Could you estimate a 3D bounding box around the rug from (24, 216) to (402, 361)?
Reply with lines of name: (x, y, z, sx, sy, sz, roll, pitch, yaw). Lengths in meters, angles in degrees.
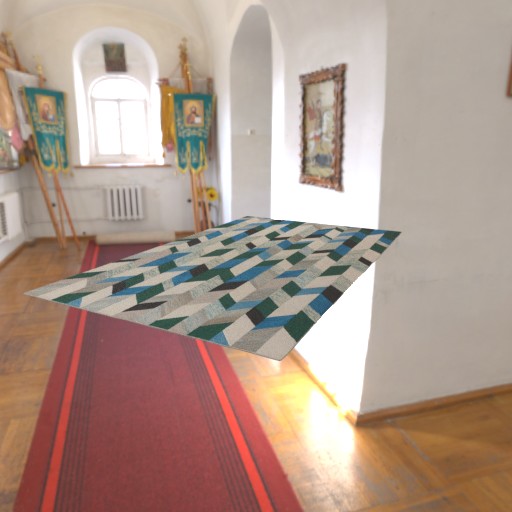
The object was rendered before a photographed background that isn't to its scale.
rug: (0.000, 0.000, 3.042, 1.507, 0.007, 2.433, 8, 18, 27)
